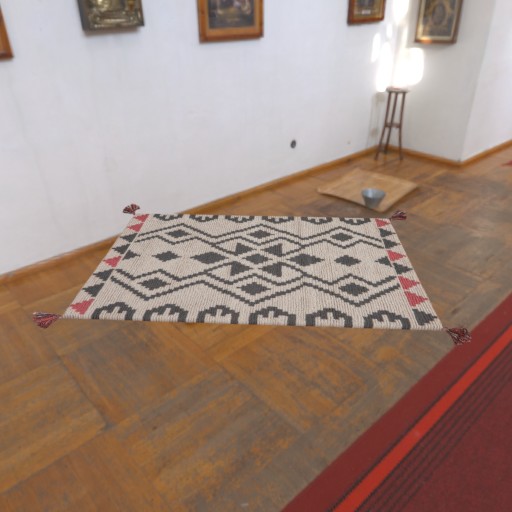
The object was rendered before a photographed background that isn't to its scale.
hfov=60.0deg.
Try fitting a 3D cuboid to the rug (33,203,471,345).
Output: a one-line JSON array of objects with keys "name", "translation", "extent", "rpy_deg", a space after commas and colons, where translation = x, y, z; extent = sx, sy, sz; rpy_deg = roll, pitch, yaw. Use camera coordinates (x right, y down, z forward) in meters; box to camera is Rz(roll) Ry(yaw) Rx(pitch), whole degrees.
[{"name": "rug", "translation": [0.000, 0.000, 2.639], "extent": [2.069, 0.067, 1.444], "rpy_deg": [2, 29, 3]}]
